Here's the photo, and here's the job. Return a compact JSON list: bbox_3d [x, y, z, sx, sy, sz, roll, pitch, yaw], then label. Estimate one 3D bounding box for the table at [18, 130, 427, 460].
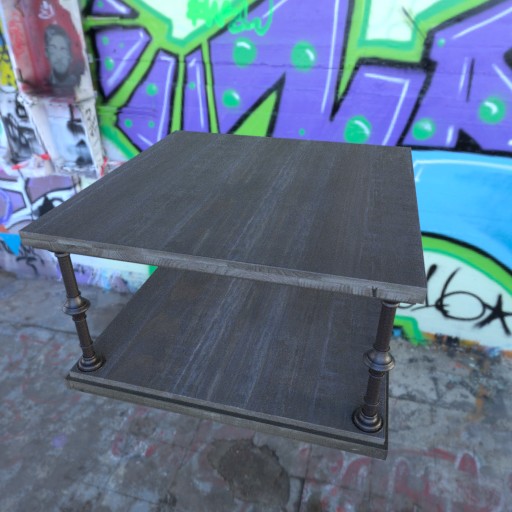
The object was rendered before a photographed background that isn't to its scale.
[{"bbox_3d":[0.000,0.000,1.107,0.696,0.400,0.696,8,32,13],"label":"table"}]
